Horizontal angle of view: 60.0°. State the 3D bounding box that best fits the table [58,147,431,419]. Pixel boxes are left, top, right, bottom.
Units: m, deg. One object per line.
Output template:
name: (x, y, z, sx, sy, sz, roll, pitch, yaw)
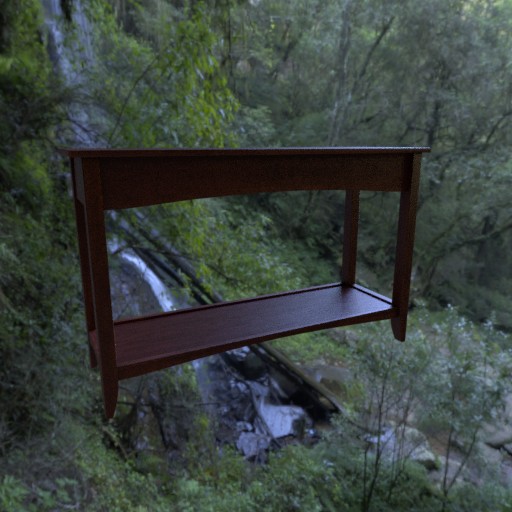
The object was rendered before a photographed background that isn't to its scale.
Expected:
table: (0.000, 0.000, 1.563, 1.188, 0.739, 0.392, -7, 16, -26)
